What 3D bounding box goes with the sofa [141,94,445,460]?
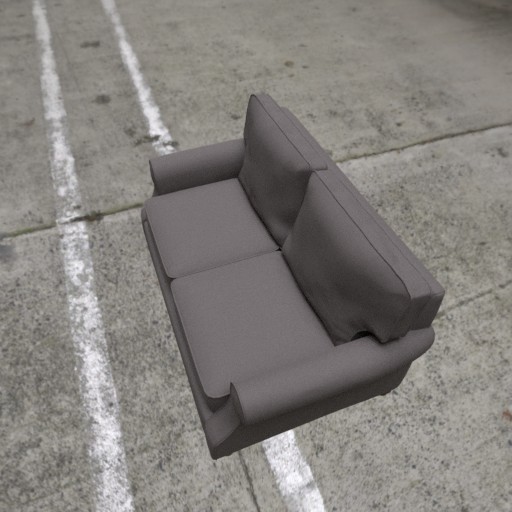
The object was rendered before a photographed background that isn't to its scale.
[{"bbox_3d":[0.000,0.000,2.212,0.964,0.937,1.665,-15,49,-14],"label":"sofa"}]
